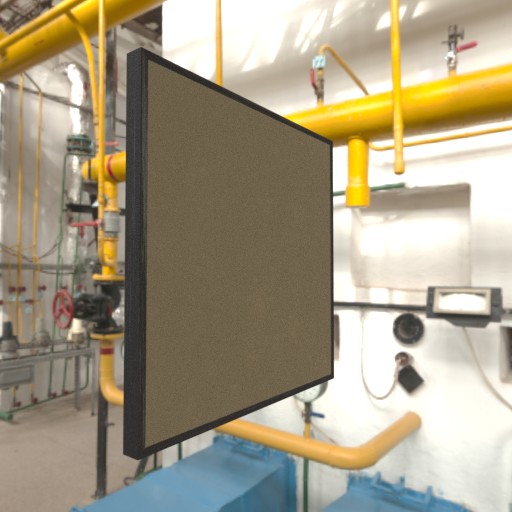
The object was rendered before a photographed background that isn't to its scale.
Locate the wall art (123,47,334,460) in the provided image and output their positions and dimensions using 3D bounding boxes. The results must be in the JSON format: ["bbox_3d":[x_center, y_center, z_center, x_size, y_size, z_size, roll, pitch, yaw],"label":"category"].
[{"bbox_3d":[0.000,0.000,1.128,0.043,0.758,0.762,-1,-2,37],"label":"wall art"}]
